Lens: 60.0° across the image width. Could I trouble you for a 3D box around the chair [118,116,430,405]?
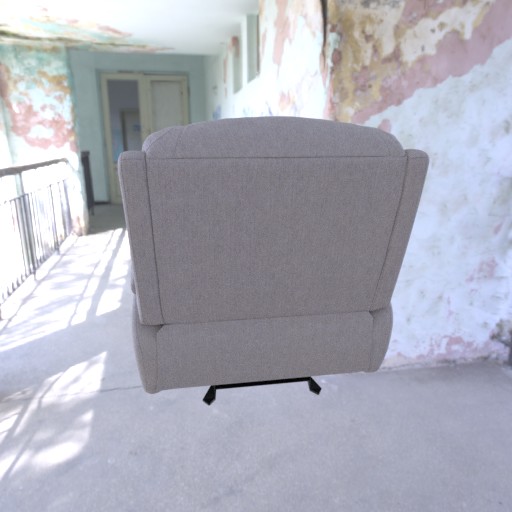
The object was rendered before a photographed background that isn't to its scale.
[{"bbox_3d":[0.000,0.000,1.715,0.930,1.011,0.899,-3,16,-9],"label":"chair"}]
